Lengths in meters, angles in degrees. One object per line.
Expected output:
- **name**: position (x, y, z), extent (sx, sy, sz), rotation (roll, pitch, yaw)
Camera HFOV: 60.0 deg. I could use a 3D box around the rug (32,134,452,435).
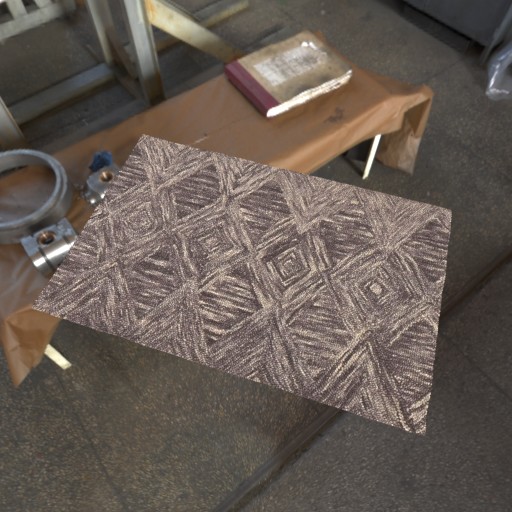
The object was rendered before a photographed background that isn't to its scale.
- **rug**: position (0.000, 0.000, 2.208), extent (1.814, 0.012, 1.186), rotation (16, 60, 9)
